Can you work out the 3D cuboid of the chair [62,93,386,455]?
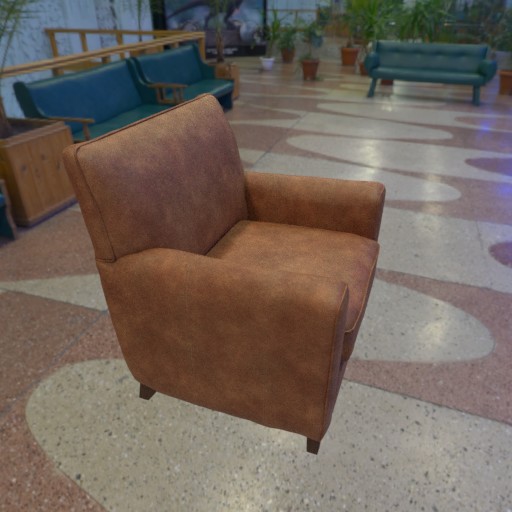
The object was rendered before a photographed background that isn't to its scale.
[{"bbox_3d":[0.000,0.000,1.597,0.823,0.943,0.870,11,32,18],"label":"chair"}]
